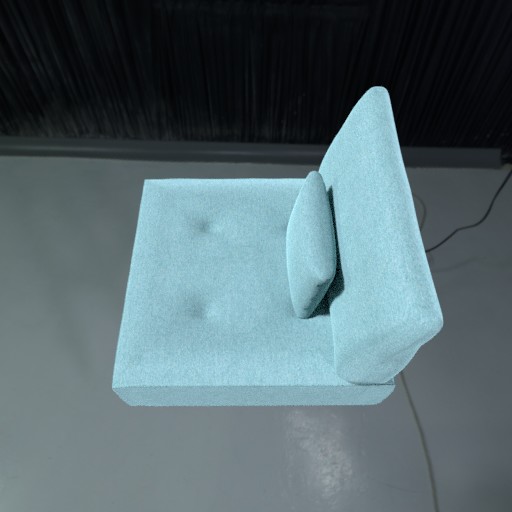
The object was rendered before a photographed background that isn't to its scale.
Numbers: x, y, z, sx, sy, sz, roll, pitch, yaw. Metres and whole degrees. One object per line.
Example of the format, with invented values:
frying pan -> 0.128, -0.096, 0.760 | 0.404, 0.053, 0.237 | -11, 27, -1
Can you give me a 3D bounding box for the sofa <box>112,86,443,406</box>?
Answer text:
sofa -> 0.000, 0.000, 1.666 | 1.000, 0.820, 0.930 | 0, 59, 0
